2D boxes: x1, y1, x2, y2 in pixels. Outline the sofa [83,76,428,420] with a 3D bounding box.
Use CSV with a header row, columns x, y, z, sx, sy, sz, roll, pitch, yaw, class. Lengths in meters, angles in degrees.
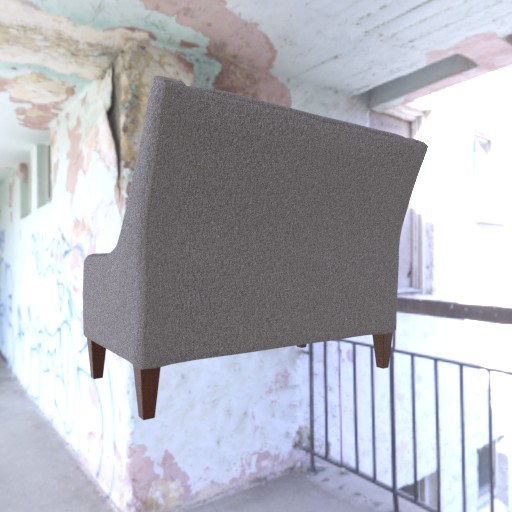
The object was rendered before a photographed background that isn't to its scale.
x,y,z,sx,sy,sz,roll,pitch,yaw,class
0.000,0.000,1.897,1.242,1.026,0.862,0,0,-35,sofa
